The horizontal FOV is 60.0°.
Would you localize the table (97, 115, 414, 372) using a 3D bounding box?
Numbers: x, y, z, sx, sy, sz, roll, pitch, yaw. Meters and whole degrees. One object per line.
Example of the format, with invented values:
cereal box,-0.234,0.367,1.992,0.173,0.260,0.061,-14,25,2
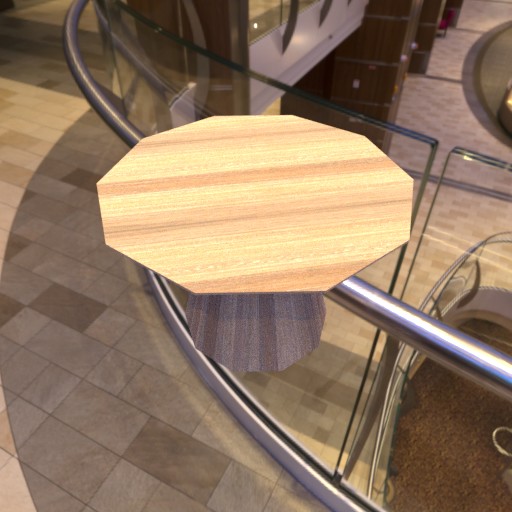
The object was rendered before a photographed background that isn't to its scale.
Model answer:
table,0.000,0.000,1.911,1.186,0.752,1.186,0,42,0
